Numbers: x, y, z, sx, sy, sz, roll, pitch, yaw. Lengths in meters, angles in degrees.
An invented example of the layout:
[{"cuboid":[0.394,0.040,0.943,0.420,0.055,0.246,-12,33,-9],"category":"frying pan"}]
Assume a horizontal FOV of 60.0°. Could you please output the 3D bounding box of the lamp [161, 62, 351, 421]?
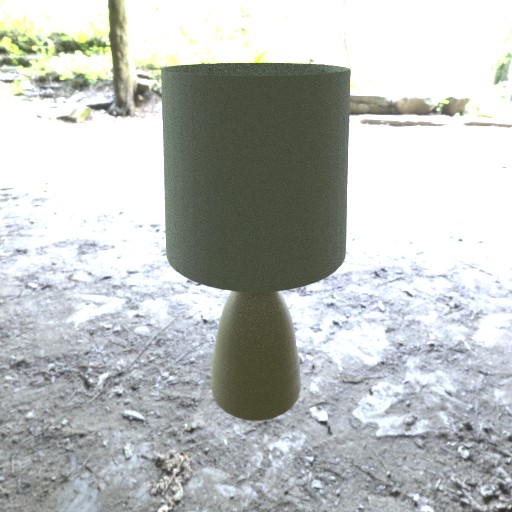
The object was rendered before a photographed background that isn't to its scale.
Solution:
[{"cuboid":[0.000,0.000,0.471,0.186,0.369,0.186,0,27,0],"category":"lamp"}]
